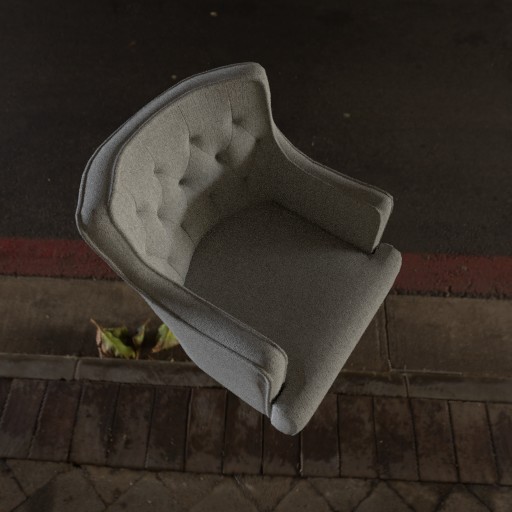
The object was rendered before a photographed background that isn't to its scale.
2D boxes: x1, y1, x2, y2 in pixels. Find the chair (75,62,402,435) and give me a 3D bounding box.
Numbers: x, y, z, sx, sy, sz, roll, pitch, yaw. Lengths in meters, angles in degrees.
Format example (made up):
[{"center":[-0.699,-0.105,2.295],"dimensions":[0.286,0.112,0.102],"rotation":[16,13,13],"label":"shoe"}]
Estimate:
[{"center":[0.000,0.000,1.584],"dimensions":[0.910,0.920,0.820],"rotation":[31,63,18],"label":"chair"}]
